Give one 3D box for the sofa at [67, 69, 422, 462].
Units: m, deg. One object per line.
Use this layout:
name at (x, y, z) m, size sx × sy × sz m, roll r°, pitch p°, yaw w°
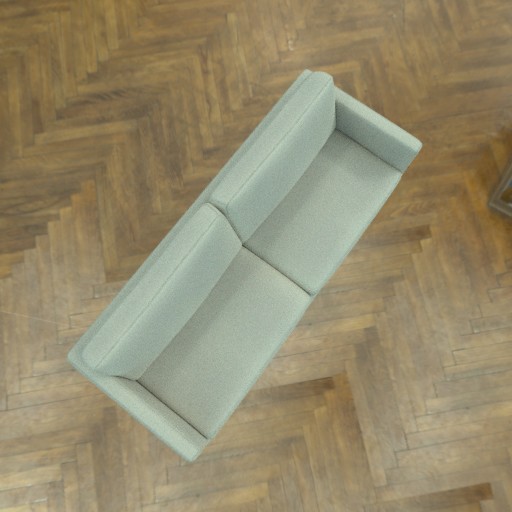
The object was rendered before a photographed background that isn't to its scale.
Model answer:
sofa at (0.000, 0.000, 2.894) m, size 0.951 × 0.968 × 2.361 m, roll 36°, pitch 79°, yaw 8°
